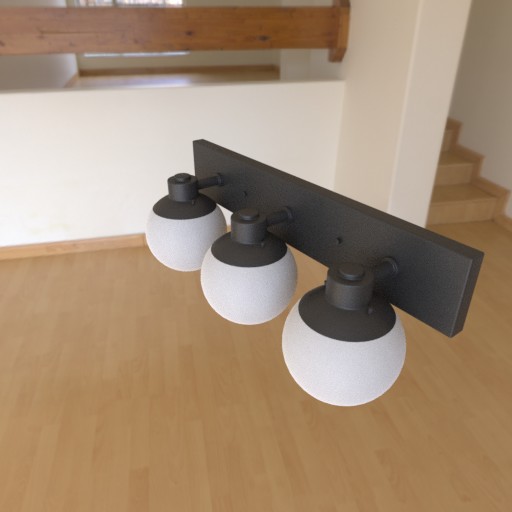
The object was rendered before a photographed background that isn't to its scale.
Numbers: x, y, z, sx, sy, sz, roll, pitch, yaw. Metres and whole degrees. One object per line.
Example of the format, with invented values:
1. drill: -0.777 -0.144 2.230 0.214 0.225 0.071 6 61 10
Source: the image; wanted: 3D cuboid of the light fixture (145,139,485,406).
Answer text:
1. light fixture: 0.000 0.000 0.844 0.218 0.263 0.721 -20 35 -32
